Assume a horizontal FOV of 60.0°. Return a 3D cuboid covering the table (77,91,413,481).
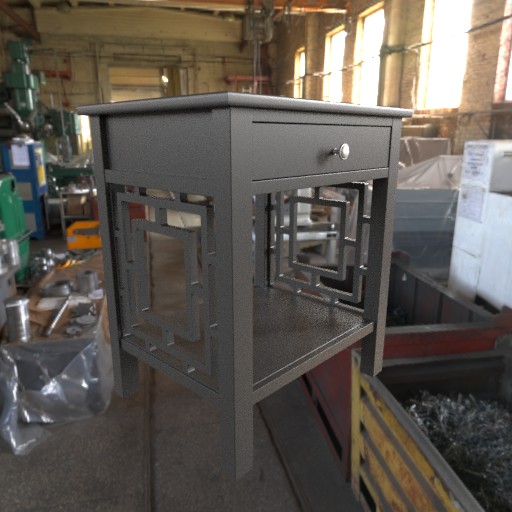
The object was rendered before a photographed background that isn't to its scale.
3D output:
[{"bbox_3d":[0.000,0.000,1.013,0.451,0.646,0.564,14,20,42],"label":"table"}]
